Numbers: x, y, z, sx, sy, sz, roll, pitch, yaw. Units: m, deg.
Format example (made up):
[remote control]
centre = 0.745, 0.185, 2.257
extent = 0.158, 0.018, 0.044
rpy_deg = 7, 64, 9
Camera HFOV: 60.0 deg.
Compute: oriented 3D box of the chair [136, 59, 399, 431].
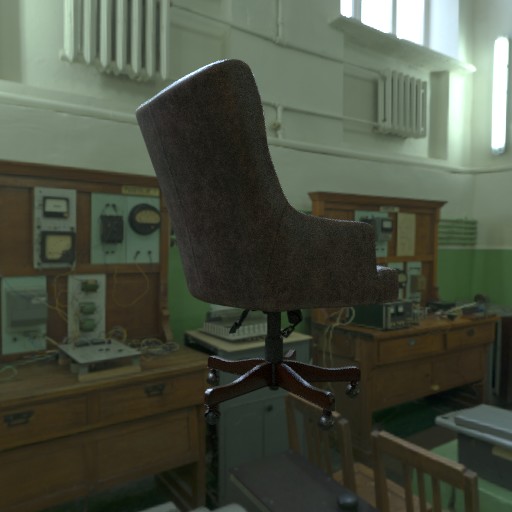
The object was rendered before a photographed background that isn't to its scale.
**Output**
[chair]
centre = 0.000, 0.000, 1.522
extent = 0.762, 1.035, 0.641
rpy_deg = -1, 2, -35
